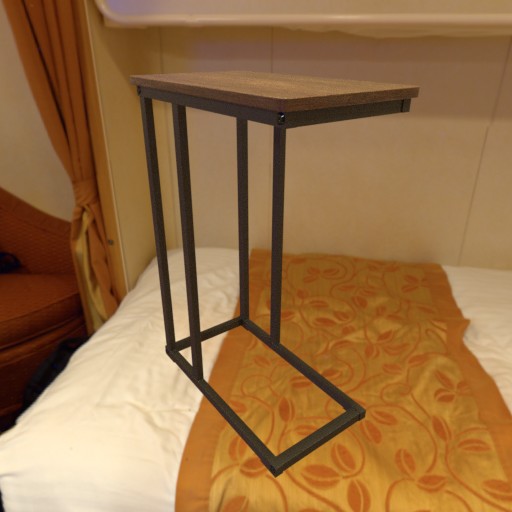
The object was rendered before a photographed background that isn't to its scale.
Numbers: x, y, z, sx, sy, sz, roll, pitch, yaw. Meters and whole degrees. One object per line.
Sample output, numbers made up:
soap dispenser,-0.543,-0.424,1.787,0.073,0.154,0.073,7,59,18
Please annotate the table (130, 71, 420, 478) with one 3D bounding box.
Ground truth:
table,0.000,0.000,0.862,0.254,0.637,0.450,-18,31,-32
